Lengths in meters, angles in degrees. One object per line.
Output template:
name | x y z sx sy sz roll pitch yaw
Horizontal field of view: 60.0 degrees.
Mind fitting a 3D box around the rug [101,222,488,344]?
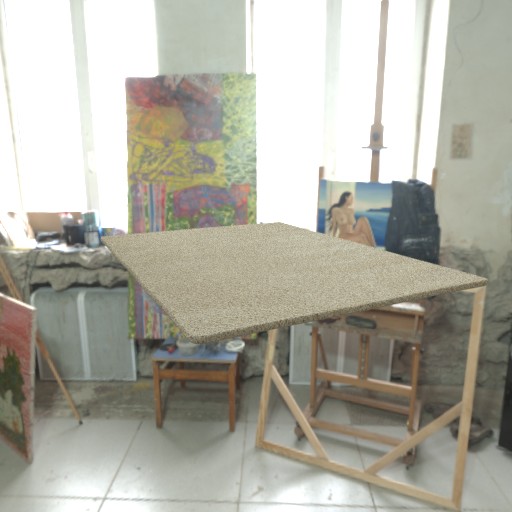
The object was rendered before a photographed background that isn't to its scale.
rug | 0.000 0.000 2.125 1.199 0.025 1.600 -7 15 -26
